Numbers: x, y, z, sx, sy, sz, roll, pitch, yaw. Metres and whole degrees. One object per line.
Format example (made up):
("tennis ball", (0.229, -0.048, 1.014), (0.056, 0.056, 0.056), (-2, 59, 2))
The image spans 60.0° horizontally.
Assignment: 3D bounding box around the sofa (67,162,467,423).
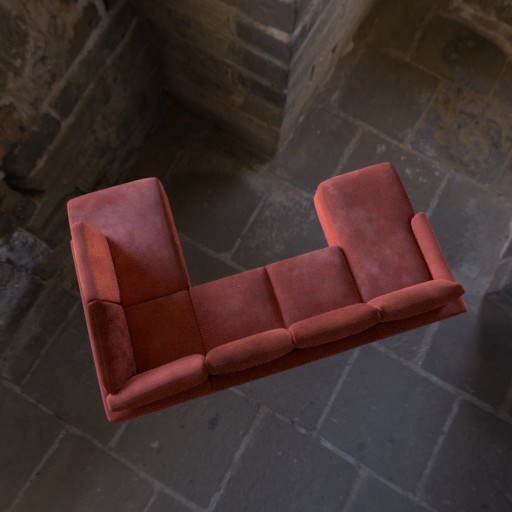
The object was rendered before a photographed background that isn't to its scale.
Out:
("sofa", (0.000, 0.000, 3.846), (2.971, 0.858, 1.981), (-16, 75, -5))
